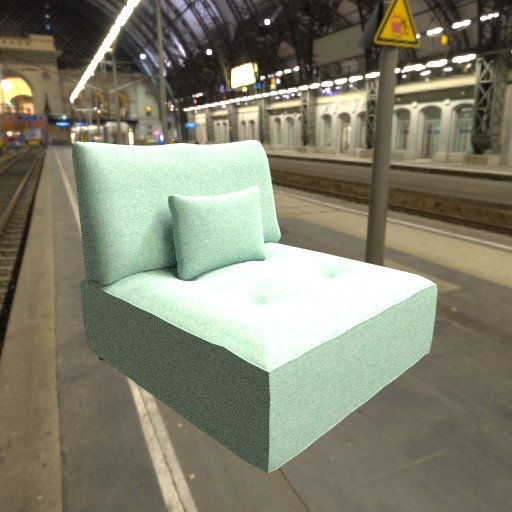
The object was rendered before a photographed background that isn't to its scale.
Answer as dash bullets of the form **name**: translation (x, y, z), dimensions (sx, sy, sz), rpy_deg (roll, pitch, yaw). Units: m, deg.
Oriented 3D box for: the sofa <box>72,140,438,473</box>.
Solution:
- **sofa**: translation (0.000, 0.000, 1.641), dimensions (1.000, 0.820, 0.930), rpy_deg (14, 21, 43)
